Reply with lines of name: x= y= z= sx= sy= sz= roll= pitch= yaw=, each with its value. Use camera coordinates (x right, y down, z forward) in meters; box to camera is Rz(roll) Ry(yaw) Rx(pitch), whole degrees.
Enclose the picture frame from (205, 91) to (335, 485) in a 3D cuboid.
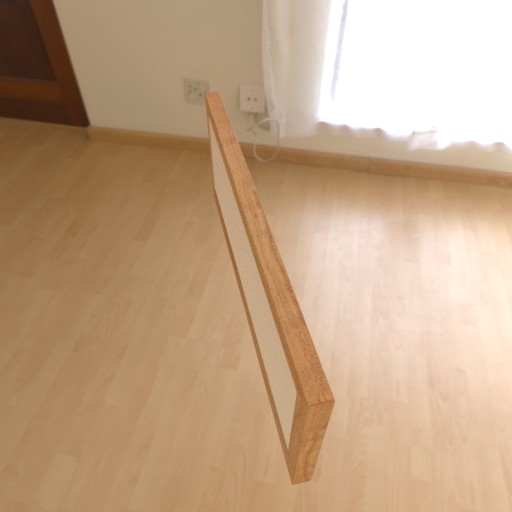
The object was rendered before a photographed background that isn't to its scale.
picture frame: x=0.000 y=0.000 z=0.672 sx=0.045 sy=0.234 sz=0.582 roll=-10 pitch=48 yaw=-9
